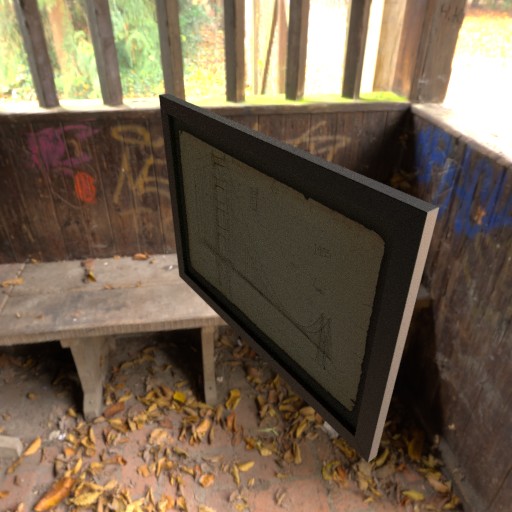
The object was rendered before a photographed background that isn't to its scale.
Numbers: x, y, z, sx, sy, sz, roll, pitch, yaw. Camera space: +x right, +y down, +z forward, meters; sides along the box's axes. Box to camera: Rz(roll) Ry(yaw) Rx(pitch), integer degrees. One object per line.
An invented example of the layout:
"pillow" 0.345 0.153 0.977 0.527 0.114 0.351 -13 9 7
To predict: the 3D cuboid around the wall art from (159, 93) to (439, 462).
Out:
"wall art" 0.000 0.000 0.549 0.016 0.306 0.432 -22 39 -30
